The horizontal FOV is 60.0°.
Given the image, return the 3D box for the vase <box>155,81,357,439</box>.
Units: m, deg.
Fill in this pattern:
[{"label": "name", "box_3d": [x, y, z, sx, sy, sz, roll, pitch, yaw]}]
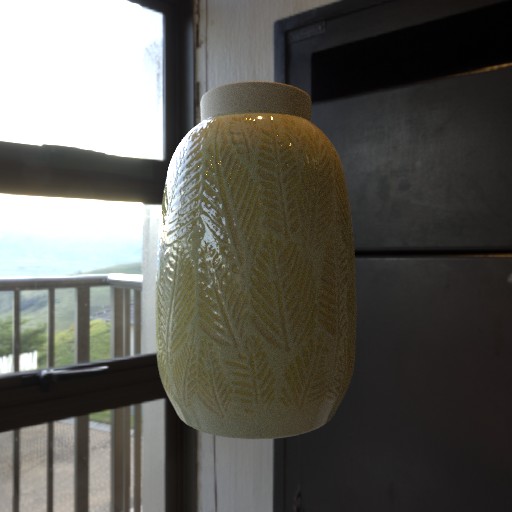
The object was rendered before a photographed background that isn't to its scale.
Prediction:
[{"label": "vase", "box_3d": [0.000, 0.000, 0.389, 0.172, 0.270, 0.172, 0, 0, 0]}]
